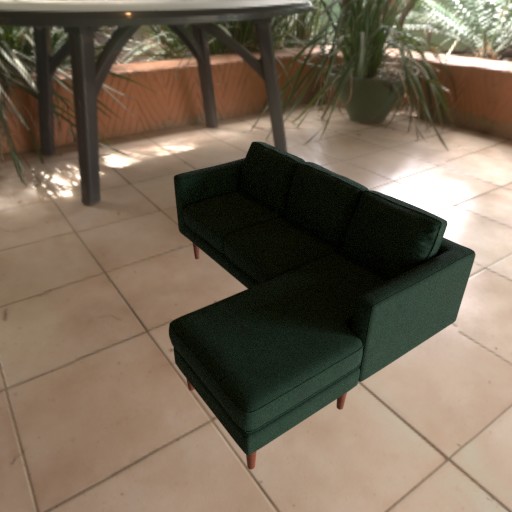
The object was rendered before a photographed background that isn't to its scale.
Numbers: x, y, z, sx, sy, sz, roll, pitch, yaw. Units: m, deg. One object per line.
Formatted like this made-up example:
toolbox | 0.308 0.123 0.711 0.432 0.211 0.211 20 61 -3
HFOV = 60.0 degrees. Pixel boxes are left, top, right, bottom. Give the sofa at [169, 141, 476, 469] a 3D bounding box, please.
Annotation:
sofa | 0.000 0.000 2.880 1.580 0.899 2.030 -21 37 -30
